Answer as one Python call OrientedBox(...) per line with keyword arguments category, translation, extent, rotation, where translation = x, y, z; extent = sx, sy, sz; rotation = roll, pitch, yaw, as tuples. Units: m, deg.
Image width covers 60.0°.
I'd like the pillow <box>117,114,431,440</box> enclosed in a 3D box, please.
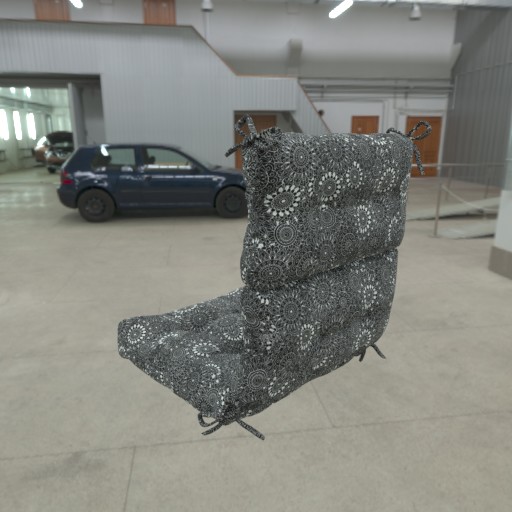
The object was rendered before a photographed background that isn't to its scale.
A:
OrientedBox(category="pillow", translation=(0.000, 0.000, 1.032), extent=(0.519, 0.605, 0.571), rotation=(-14, 21, -42))
